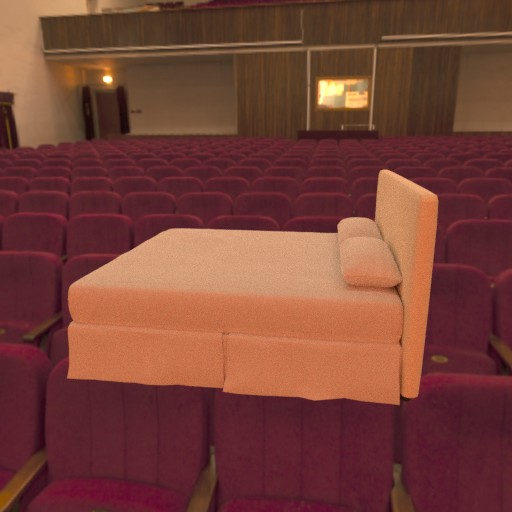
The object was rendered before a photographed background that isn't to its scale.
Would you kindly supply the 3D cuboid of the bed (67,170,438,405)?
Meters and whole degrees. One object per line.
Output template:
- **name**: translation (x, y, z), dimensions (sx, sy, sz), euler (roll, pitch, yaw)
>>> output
- **bed**: translation (0.000, 0.000, 3.671), dimensions (2.341, 1.317, 2.119), euler (2, 15, 9)
